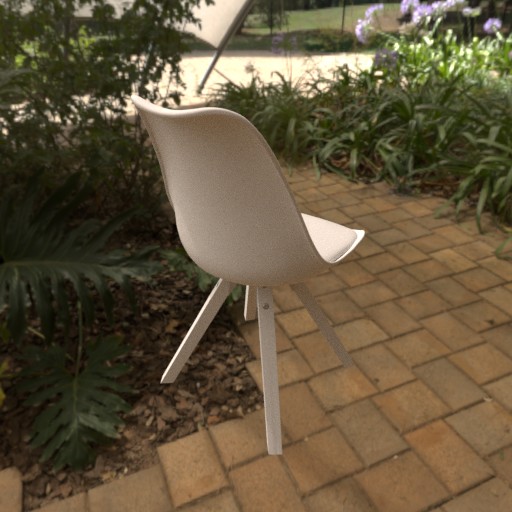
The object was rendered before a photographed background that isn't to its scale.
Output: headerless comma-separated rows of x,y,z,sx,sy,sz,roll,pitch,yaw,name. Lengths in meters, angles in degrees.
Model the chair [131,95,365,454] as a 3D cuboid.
0.000,0.000,1.173,0.485,0.850,0.550,20,35,32,chair
